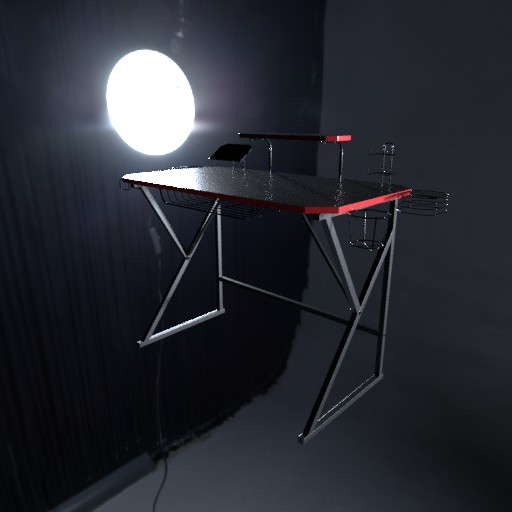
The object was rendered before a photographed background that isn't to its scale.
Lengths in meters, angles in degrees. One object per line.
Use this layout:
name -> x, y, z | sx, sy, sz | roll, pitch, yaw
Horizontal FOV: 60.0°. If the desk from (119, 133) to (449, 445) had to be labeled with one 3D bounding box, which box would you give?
desk -> 0.000, 0.000, 1.739 | 1.280, 0.913, 0.588 | 15, 23, 41
